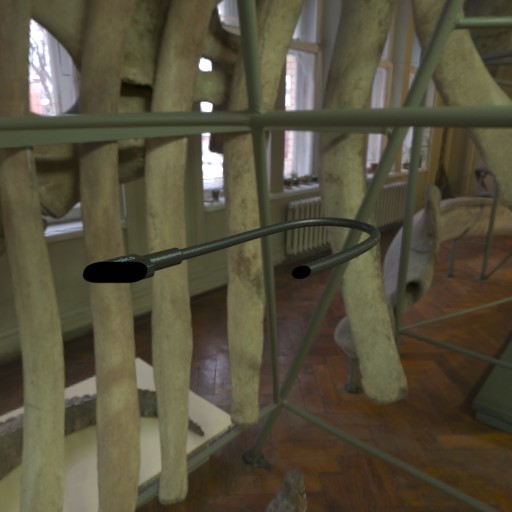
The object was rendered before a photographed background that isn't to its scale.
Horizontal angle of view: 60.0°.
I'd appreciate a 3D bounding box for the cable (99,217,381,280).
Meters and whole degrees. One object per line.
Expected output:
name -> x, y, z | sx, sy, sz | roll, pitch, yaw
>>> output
cable -> 0.000, 0.000, 0.112 | 0.040, 0.006, 0.098 | 15, 23, 40
